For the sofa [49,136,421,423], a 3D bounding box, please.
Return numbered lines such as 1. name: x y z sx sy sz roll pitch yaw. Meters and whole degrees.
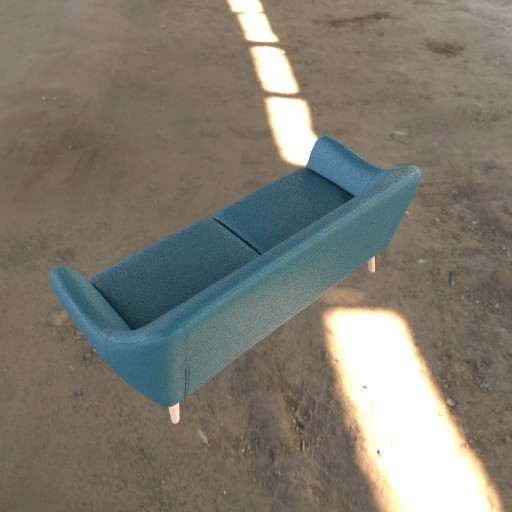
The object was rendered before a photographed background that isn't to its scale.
1. sofa: 0.000 0.000 2.326 1.840 0.836 0.820 -32 52 -28
